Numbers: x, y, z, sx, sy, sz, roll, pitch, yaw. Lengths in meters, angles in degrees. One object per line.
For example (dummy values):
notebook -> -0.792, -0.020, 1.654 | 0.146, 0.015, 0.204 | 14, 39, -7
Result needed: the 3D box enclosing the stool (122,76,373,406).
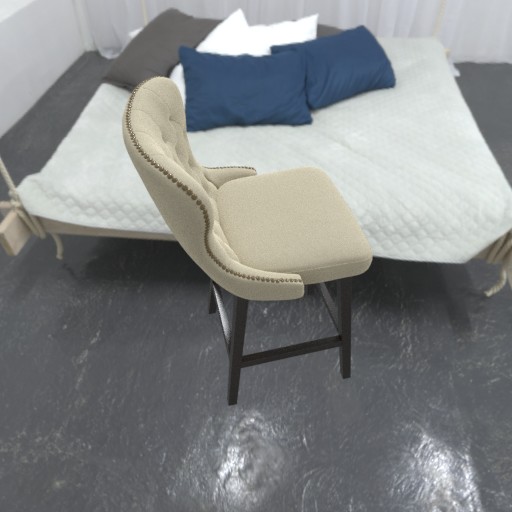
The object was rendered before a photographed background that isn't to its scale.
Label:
stool -> 0.000, 0.000, 1.333 | 0.593, 0.971, 0.528 | -10, 47, -10
